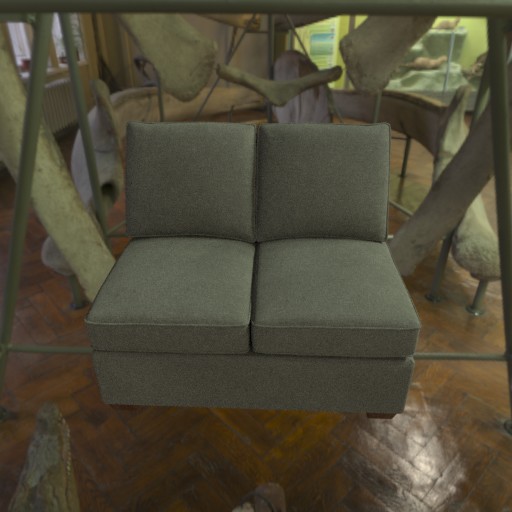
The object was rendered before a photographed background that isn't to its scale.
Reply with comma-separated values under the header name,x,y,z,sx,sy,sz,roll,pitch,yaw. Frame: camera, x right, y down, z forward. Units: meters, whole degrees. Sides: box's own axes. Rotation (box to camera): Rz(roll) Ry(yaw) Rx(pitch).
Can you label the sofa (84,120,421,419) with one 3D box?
name,x,y,z,sx,sy,sz,roll,pitch,yaw
sofa,0.000,0.000,1.951,1.237,1.008,0.951,1,30,2
